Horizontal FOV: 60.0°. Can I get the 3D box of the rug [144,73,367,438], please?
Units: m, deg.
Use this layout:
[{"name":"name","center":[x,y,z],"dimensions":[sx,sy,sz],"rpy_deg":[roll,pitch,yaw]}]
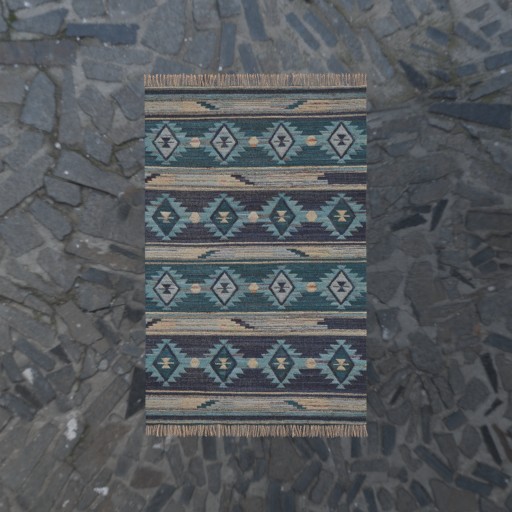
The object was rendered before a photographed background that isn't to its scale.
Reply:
[{"name":"rug","center":[0.000,0.000,2.350],"dimensions":[1.181,0.028,1.936],"rpy_deg":[0,91,1]}]
